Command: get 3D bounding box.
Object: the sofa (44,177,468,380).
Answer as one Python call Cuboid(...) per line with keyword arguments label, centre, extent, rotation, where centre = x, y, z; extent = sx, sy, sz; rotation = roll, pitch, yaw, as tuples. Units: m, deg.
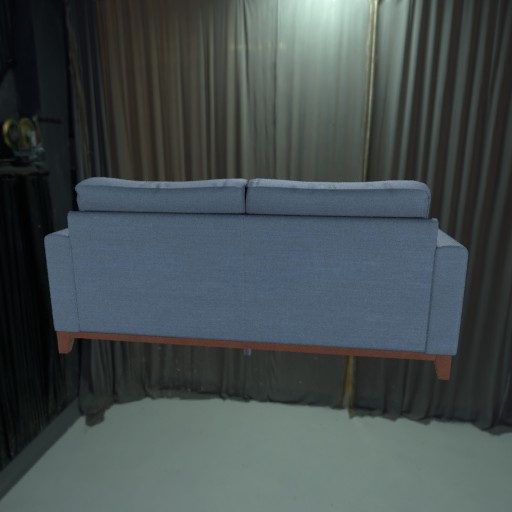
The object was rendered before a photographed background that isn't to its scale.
Cuboid(label="sofa", centre=(0.000, 0.000, 2.408), extent=(1.900, 0.865, 0.877), rotation=(2, 14, 8))
